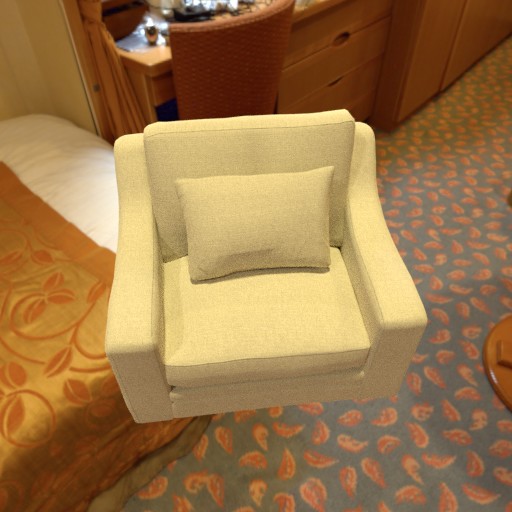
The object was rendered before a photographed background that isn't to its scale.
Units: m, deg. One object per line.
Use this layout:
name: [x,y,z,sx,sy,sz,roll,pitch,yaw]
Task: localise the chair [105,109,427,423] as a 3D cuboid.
chair: [0.000,0.000,1.943,1.178,1.016,1.009,-4,46,-4]
